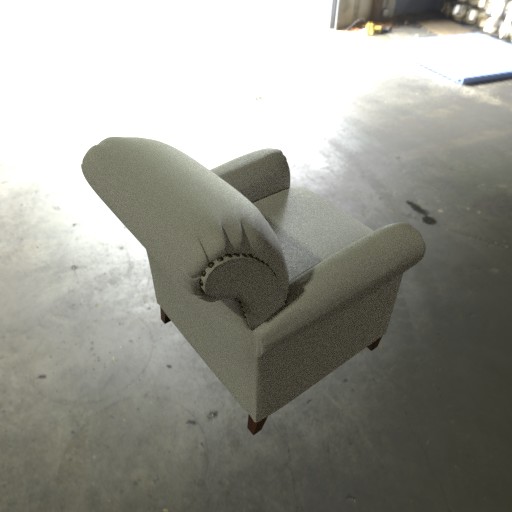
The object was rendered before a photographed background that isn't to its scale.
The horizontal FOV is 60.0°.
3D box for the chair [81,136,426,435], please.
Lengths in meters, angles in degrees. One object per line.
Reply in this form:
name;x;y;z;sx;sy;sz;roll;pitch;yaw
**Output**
chair;0.000;0.000;1.605;0.890;0.927;0.854;-26;47;-28
